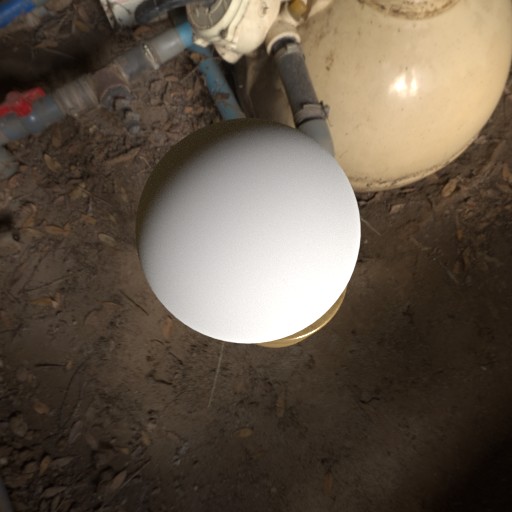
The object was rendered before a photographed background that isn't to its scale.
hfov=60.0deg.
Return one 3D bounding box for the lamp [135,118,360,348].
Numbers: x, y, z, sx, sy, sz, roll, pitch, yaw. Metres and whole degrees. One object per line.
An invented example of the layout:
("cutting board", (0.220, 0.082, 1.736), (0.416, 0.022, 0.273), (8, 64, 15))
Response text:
("lamp", (0.000, 0.000, 0.339), (0.152, 0.250, 0.141), (22, 77, 5))
